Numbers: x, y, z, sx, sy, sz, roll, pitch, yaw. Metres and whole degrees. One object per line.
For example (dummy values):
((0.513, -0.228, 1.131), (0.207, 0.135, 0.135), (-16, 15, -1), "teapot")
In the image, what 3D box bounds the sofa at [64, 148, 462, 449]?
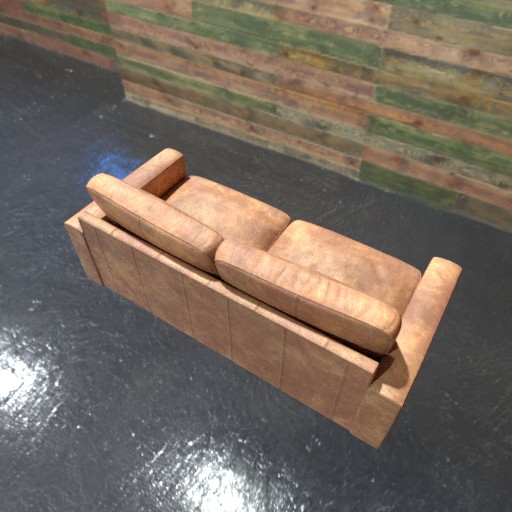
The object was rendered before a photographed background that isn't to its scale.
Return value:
((0.000, 0.000, 2.709), (2.179, 0.873, 1.016), (25, 52, 21), "sofa")
